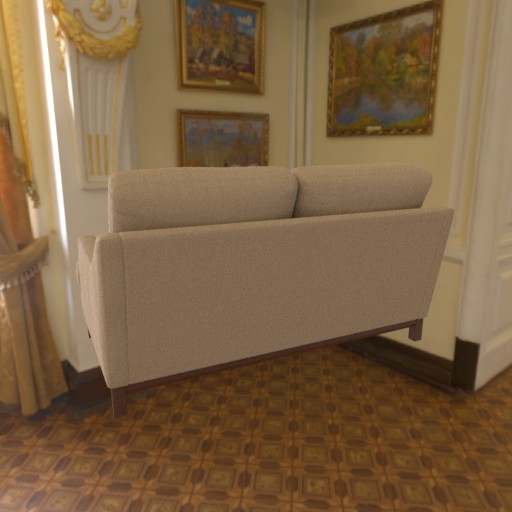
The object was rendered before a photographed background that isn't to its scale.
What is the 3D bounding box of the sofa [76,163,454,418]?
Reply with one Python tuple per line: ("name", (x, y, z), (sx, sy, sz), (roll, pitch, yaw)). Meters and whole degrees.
("sofa", (0.000, 0.000, 2.211), (1.619, 0.910, 1.004), (-7, 15, -26))
